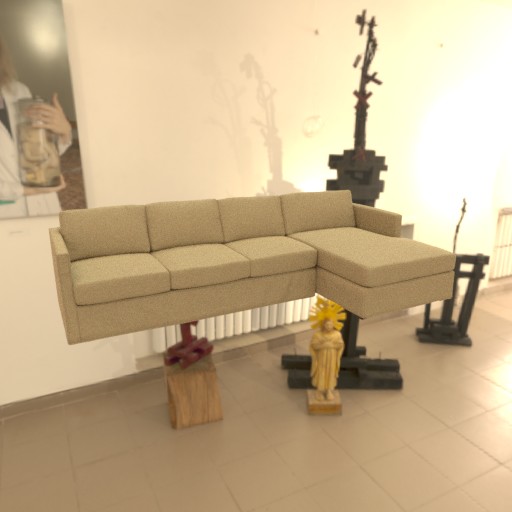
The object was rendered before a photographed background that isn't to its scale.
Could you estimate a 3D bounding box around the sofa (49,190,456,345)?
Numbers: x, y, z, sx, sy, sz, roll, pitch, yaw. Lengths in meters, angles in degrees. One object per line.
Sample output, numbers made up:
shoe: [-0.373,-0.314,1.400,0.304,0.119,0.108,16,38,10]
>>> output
sofa: [0.000,0.000,3.871,3.177,0.867,1.622,-8,18,-26]
